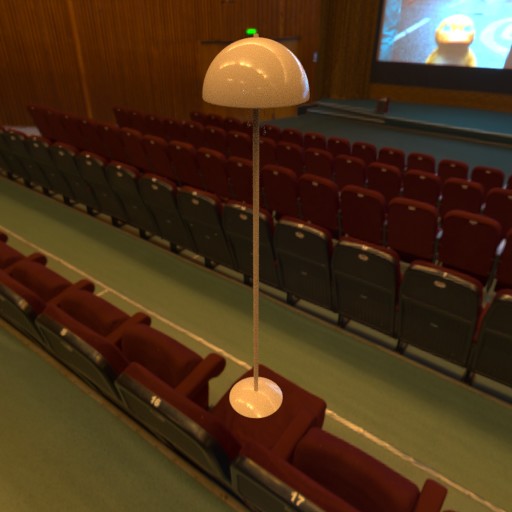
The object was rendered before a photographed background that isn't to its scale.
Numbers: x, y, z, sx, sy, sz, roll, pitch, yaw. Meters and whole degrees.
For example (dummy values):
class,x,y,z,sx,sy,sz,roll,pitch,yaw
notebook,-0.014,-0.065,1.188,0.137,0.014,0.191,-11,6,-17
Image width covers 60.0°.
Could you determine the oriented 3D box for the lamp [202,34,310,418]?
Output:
class,x,y,z,sx,sy,sz,roll,pitch,yaw
lamp,0.000,0.000,1.650,0.328,1.480,0.328,21,36,32
